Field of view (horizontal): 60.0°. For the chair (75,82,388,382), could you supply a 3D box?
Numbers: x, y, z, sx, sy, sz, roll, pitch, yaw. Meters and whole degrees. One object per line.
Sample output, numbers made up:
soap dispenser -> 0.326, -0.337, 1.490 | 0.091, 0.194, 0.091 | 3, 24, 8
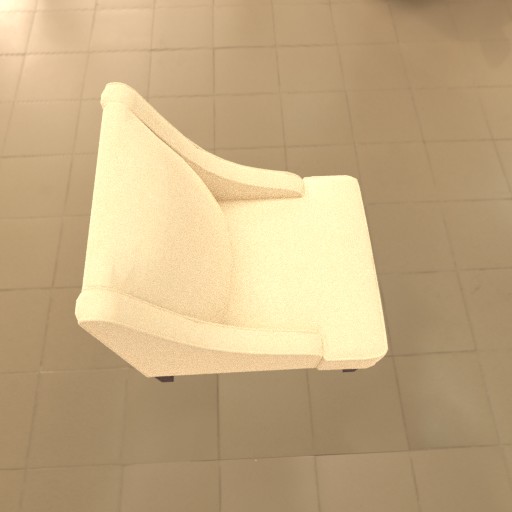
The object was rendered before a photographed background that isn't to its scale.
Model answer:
chair -> 0.000, 0.000, 1.459 | 0.806, 0.886, 0.689 | -3, 65, -1
